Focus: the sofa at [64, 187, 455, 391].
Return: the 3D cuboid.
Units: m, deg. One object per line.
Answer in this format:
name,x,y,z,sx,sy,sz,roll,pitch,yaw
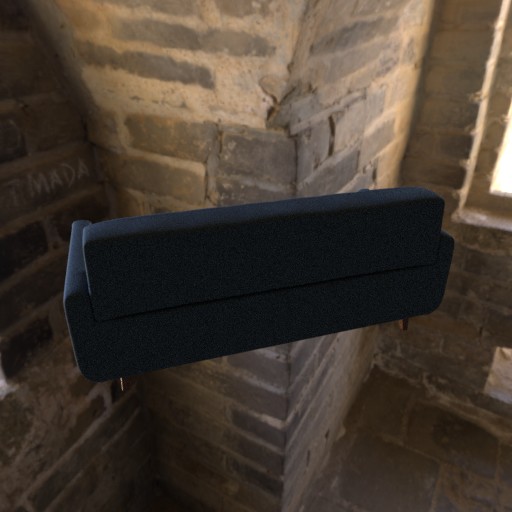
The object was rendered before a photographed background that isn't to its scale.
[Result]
sofa,0.000,0.000,2.646,2.055,0.884,0.942,-8,28,-16
